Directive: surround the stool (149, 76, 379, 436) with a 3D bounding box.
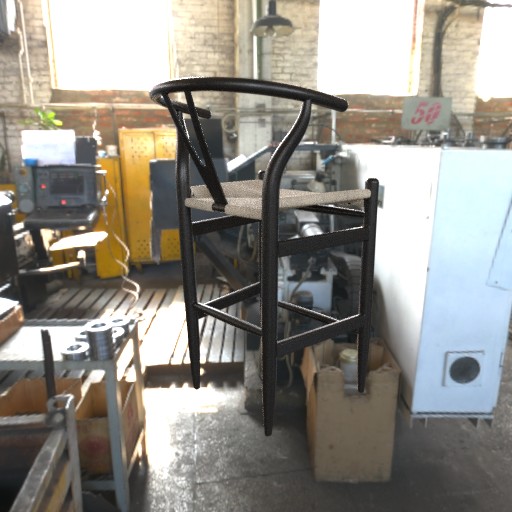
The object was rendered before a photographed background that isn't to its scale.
[{"bbox_3d":[0.000,0.000,1.365,0.579,0.970,0.569,-14,20,-42],"label":"stool"}]
